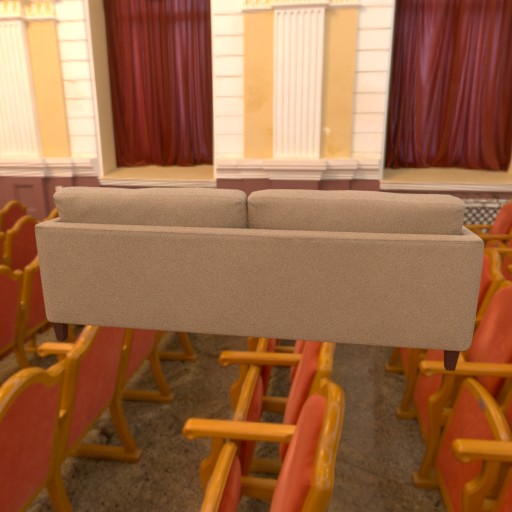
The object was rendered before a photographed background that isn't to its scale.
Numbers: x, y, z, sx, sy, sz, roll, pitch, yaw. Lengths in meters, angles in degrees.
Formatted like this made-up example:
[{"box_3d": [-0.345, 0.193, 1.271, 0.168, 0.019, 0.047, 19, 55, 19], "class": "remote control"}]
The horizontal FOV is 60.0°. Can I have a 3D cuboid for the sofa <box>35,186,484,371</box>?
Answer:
[{"box_3d": [0.000, 0.000, 2.807, 2.404, 0.912, 0.988, 2, 15, 9], "class": "sofa"}]
